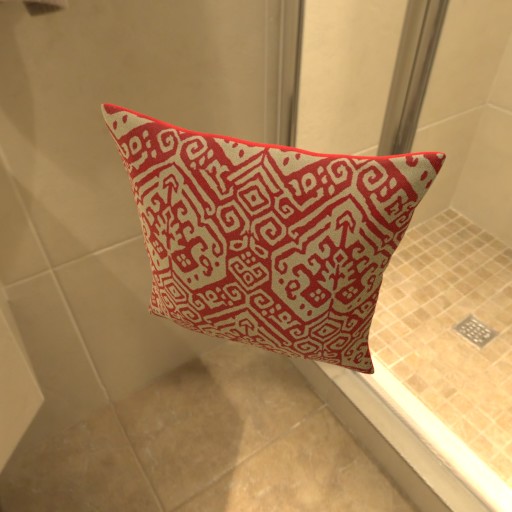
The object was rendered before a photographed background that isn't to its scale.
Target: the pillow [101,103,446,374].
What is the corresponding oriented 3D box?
[{"bbox_3d":[0.000,0.000,0.806,0.522,0.507,0.192,13,43,14],"label":"pillow"}]
